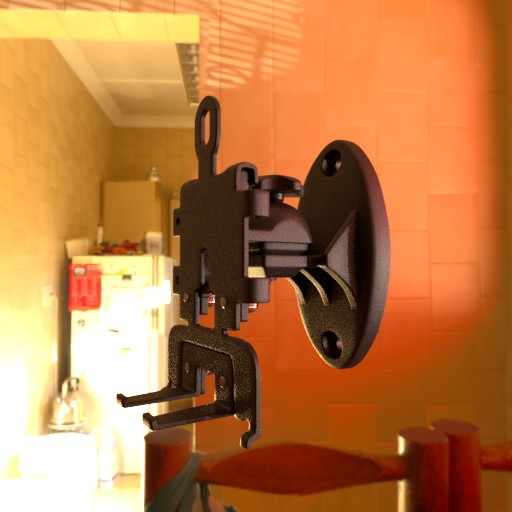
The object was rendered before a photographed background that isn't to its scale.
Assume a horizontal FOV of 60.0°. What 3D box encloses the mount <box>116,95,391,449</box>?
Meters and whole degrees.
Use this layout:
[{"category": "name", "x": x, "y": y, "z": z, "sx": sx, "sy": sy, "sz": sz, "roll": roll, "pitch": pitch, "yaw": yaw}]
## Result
[{"category": "mount", "x": 0.000, "y": 0.000, "z": 0.176, "sx": 0.100, "sy": 0.118, "sz": 0.066, "roll": 1, "pitch": -2, "yaw": -35}]
